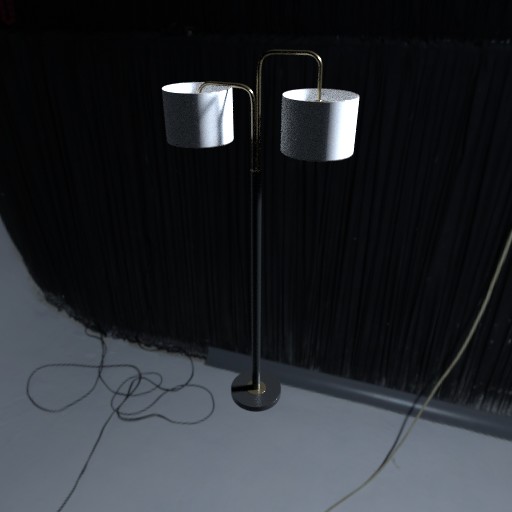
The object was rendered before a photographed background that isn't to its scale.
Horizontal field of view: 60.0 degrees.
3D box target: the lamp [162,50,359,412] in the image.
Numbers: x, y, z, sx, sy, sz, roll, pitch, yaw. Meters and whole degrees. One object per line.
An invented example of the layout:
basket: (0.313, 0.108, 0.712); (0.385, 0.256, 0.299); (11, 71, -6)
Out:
lamp: (0.000, 0.000, 1.871); (0.711, 1.587, 0.254); (10, 31, 18)
